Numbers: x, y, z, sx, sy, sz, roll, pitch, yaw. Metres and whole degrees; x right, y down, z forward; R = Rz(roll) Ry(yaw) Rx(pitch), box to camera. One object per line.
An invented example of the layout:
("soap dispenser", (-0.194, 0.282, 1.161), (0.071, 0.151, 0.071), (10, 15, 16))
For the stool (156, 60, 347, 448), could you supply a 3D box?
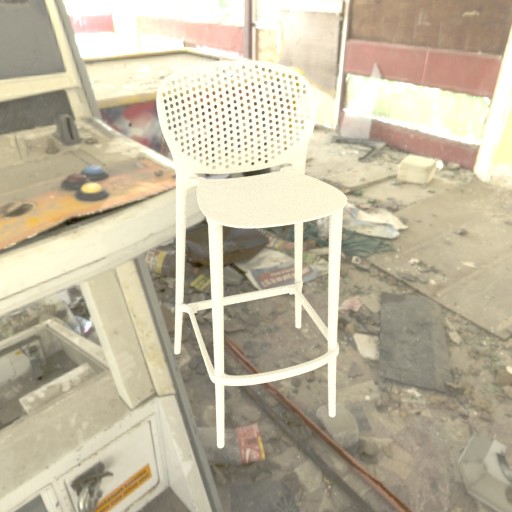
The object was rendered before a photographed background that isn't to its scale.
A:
("stool", (0.000, 0.000, 1.365), (0.536, 1.045, 0.535), (-9, 32, -15))
